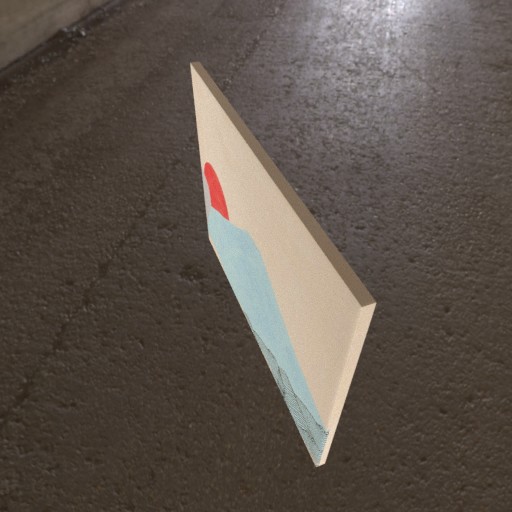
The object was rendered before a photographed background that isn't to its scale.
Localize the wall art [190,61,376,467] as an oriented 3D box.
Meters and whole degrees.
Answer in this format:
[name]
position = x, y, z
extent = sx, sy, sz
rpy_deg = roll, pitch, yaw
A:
[wall art]
position = 0.000, 0.000, 1.595
extent = 0.042, 0.912, 1.219
rpy_deg = -16, 49, -15
